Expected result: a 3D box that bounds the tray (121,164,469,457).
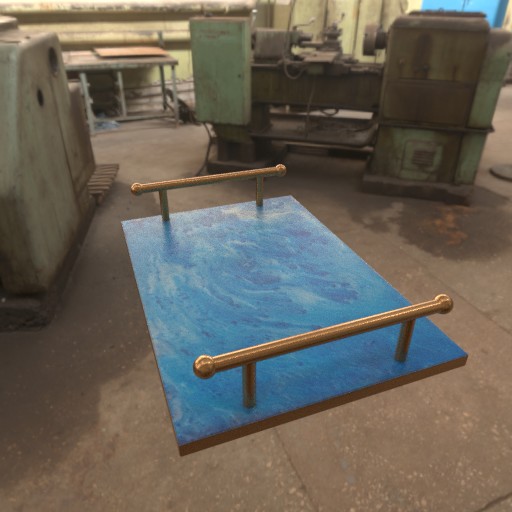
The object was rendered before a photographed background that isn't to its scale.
[{"bbox_3d":[0.000,0.000,0.576,0.304,0.084,0.444,-11,33,-18],"label":"tray"}]
